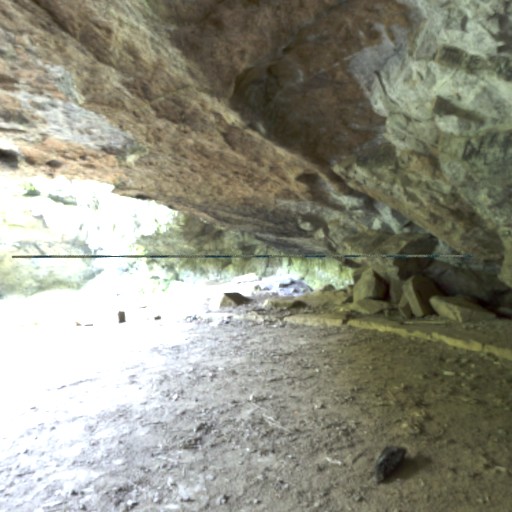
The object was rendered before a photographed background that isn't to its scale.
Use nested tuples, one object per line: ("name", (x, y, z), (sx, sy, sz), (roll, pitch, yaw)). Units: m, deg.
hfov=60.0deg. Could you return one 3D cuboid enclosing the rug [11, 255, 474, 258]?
("rug", (0.000, 0.000, 1.612), (1.492, 0.007, 0.503), (0, 0, -17))
